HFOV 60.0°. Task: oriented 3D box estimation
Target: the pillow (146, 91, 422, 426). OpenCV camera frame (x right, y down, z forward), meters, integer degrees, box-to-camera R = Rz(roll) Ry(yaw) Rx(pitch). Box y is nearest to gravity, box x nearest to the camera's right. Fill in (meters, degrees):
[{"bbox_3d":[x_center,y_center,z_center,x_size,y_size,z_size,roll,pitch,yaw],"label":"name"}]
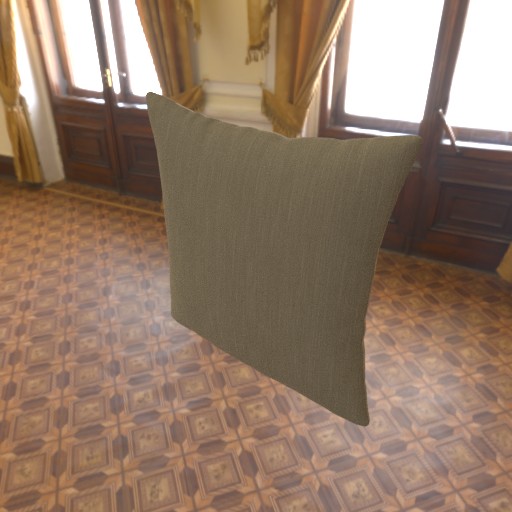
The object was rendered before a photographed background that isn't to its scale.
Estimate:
[{"bbox_3d":[0.000,0.000,0.792,0.511,0.509,0.161,22,36,33],"label":"pillow"}]
